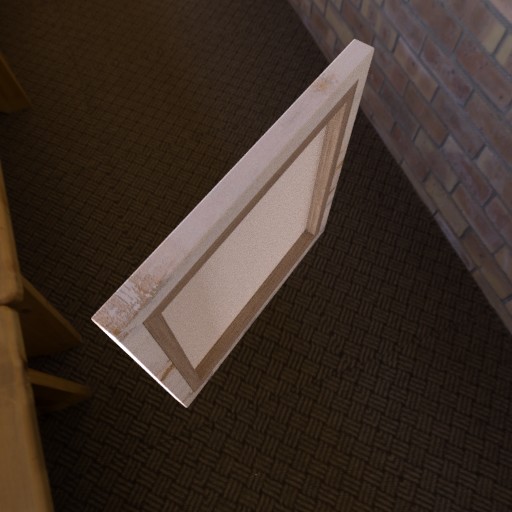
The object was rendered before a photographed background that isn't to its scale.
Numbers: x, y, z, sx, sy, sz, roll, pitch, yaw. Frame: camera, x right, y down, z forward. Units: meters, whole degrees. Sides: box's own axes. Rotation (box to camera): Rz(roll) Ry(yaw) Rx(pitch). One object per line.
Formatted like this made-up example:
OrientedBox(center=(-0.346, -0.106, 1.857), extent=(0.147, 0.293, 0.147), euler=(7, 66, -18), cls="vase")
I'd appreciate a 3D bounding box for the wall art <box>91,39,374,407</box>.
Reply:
OrientedBox(center=(0.000, 0.000, 0.906), extent=(0.040, 0.613, 0.611), euler=(34, 68, 15), cls="wall art")
